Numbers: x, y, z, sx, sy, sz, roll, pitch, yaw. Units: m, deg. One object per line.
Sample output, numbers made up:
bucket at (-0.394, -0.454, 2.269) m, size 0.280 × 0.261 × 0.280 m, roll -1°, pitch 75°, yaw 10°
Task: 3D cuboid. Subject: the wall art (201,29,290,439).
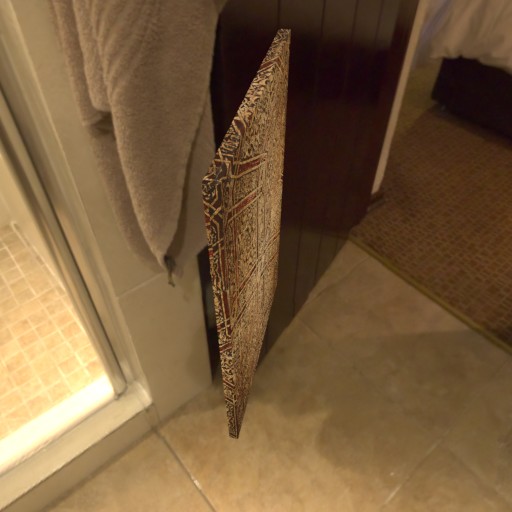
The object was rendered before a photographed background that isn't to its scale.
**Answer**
wall art at (0.000, 0.000, 0.761) m, size 0.020 × 0.599 × 0.397 m, roll 9°, pitch 47°, yaw 9°
